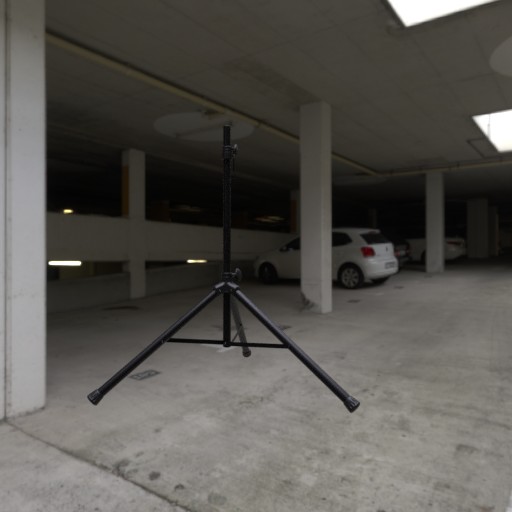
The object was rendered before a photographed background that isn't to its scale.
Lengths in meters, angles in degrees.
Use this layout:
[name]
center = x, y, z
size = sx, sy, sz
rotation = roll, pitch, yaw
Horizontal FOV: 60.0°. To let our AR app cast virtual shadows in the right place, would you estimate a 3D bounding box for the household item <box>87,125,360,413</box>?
[household item]
center = 0.000, 0.000, 1.853
size = 0.907, 1.136, 1.045
rotation = 0, 0, 36
